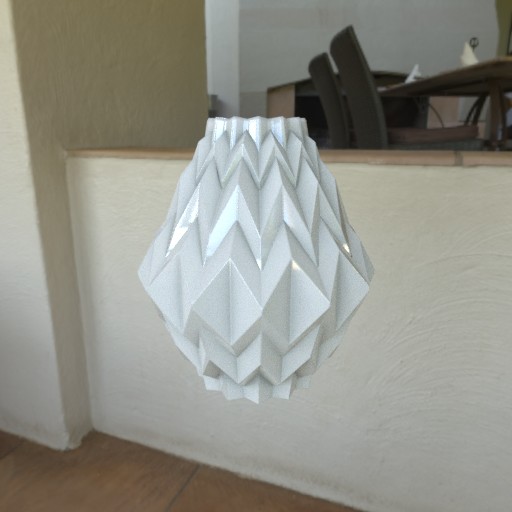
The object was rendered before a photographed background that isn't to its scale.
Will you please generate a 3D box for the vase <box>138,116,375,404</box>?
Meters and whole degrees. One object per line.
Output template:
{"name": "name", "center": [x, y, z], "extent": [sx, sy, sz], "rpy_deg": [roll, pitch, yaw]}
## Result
{"name": "vase", "center": [0.000, 0.000, 0.312], "extent": [0.164, 0.185, 0.164], "rpy_deg": [0, 15, 0]}
